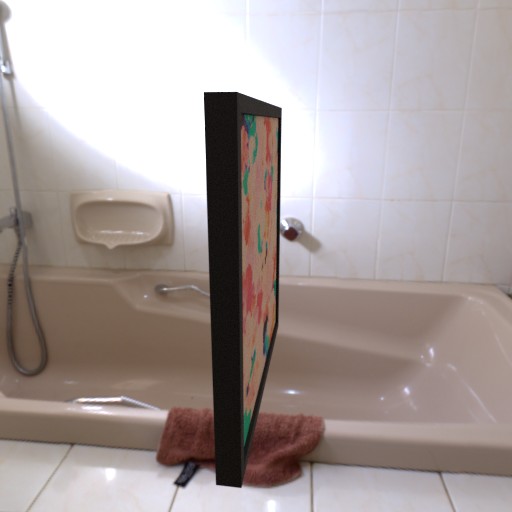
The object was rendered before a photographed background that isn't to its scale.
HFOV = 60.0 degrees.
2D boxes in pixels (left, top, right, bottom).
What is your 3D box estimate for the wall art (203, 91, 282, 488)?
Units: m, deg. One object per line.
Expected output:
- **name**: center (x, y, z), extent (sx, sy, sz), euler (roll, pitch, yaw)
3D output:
- **wall art**: center (0.000, 0.000, 0.769), extent (0.036, 0.503, 0.506), euler (2, 17, 8)
